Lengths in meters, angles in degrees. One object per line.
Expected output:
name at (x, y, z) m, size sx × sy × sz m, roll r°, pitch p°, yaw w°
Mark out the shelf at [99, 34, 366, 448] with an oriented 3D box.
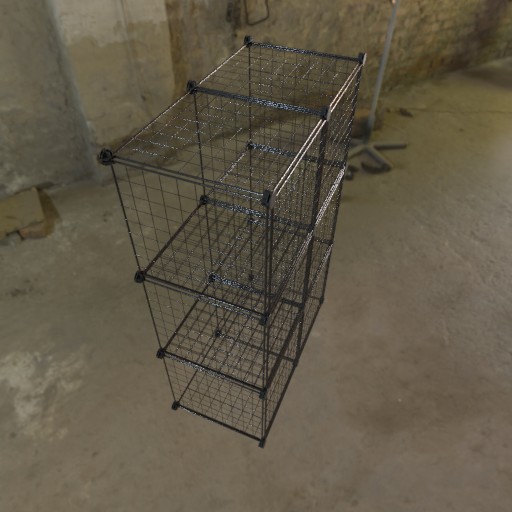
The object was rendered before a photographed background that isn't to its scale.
shelf at (0.000, 0.000, 1.405) m, size 0.356 × 1.067 × 0.711 m, roll 17°, pitch 47°, yaw 16°
